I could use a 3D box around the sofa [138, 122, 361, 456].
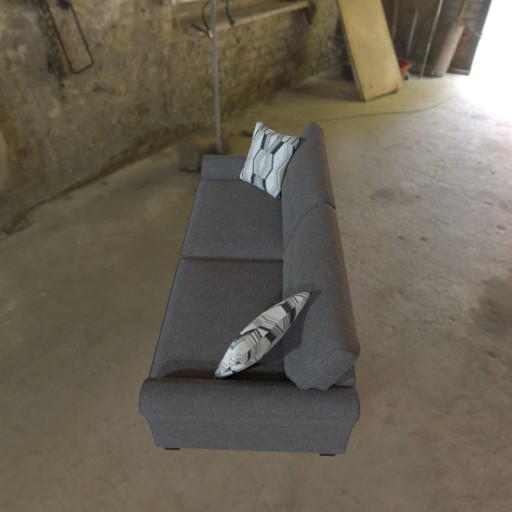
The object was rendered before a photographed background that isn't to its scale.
[{"bbox_3d":[0.000,0.000,2.535,0.889,0.813,2.032,1,41,2],"label":"sofa"}]
